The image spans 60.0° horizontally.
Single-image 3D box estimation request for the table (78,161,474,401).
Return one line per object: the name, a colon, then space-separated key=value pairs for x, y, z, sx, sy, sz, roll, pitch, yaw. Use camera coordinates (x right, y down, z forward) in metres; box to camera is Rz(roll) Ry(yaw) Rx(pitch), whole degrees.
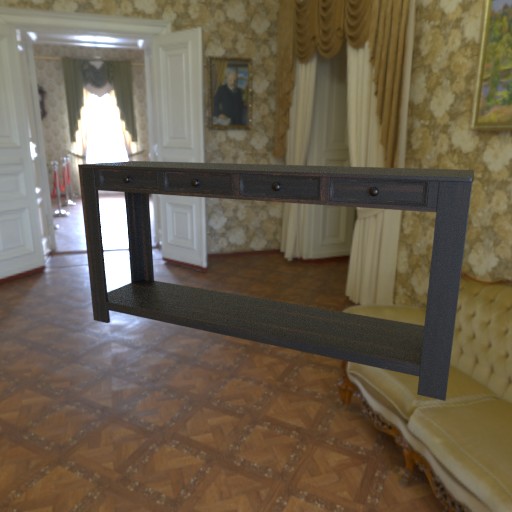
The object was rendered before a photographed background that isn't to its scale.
table: x=0.000 y=0.000 z=1.932 sx=1.631 sy=0.762 sz=0.384 roll=7 pitch=16 yaw=25
